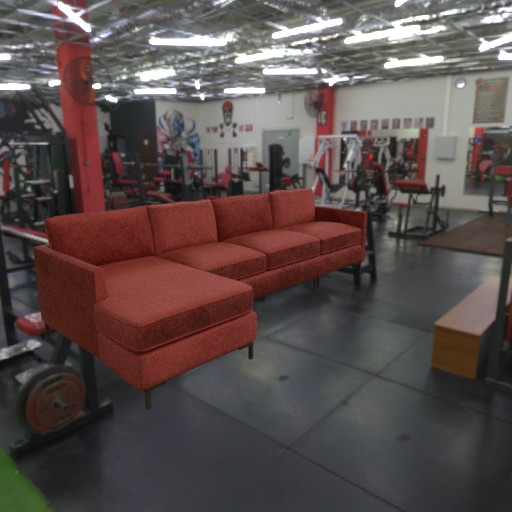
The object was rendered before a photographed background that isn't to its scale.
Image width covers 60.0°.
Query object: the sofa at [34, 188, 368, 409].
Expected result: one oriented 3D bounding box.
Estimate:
[{"bbox_3d":[0.000,0.000,4.059,1.500,0.967,3.400,13,19,42],"label":"sofa"}]
